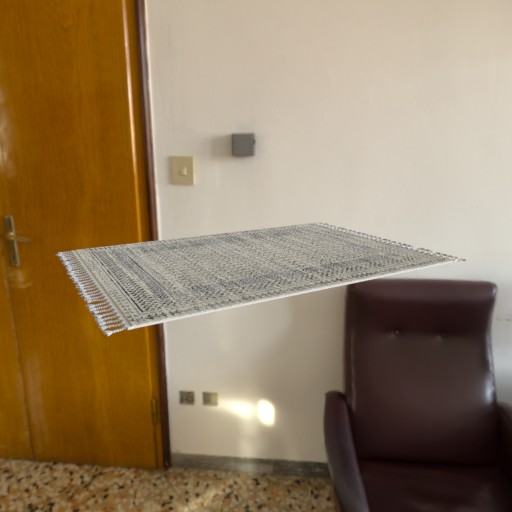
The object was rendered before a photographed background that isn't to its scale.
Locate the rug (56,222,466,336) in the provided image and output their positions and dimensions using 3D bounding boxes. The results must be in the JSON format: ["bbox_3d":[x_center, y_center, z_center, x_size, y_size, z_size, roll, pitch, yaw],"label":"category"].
[{"bbox_3d":[0.000,0.000,2.396,1.872,0.013,1.243,-8,17,-29],"label":"rug"}]
